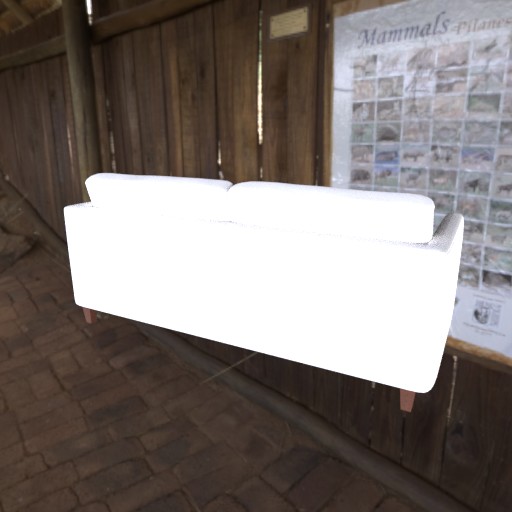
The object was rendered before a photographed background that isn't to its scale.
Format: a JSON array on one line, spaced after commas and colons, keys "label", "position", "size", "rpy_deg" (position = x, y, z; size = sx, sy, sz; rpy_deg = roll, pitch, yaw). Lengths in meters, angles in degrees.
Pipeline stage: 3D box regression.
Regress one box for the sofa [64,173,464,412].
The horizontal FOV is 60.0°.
[{"label": "sofa", "position": [0.000, 0.000, 2.594], "size": [2.139, 0.933, 0.924], "rpy_deg": [8, 18, 27]}]
